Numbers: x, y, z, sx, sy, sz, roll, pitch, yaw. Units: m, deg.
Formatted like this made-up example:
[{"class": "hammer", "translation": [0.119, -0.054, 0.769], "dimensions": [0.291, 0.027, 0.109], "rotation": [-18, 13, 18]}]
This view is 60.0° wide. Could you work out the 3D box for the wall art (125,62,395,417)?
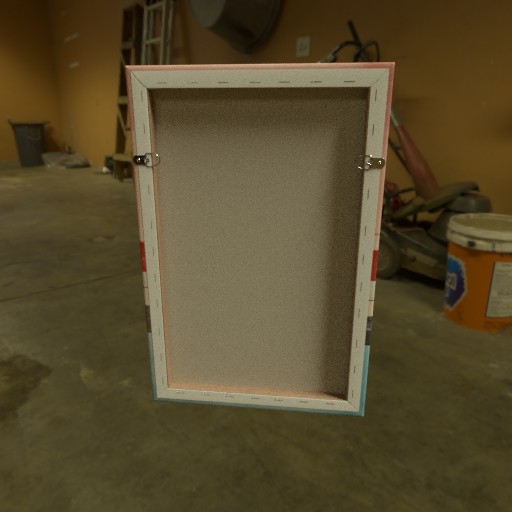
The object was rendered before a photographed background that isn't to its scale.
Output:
[{"class": "wall art", "translation": [0.000, 0.000, 1.149], "dimensions": [0.610, 0.914, 0.038], "rotation": [2, 18, 7]}]
